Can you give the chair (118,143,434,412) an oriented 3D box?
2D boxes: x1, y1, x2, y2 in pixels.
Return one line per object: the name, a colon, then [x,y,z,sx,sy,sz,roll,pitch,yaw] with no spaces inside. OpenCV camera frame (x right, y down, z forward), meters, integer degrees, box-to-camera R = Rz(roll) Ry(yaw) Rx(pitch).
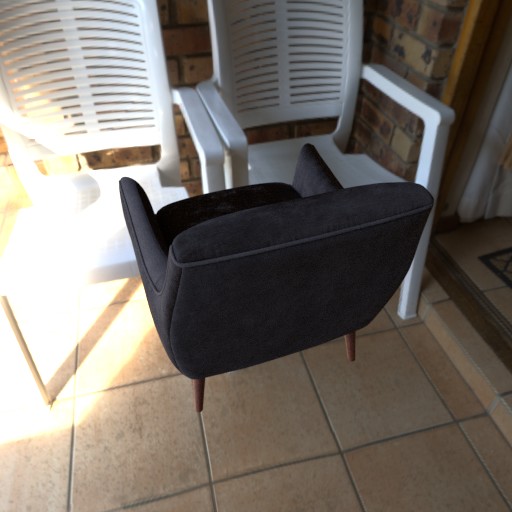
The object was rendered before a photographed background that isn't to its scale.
chair: [0.000,0.000,1.472,0.762,0.838,0.787,-14,44,-15]
